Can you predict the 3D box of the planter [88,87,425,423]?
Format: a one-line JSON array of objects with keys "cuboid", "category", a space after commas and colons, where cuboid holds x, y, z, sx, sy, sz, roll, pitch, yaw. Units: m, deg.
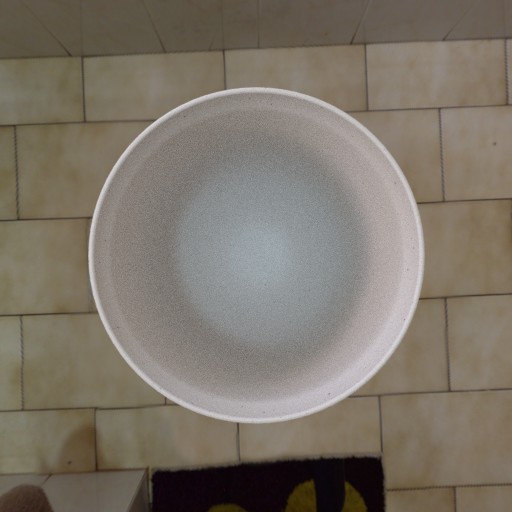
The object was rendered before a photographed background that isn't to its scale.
[{"cuboid": [0.000, 0.000, 0.483, 0.268, 0.270, 0.268, 0, 90, 0], "category": "planter"}]
